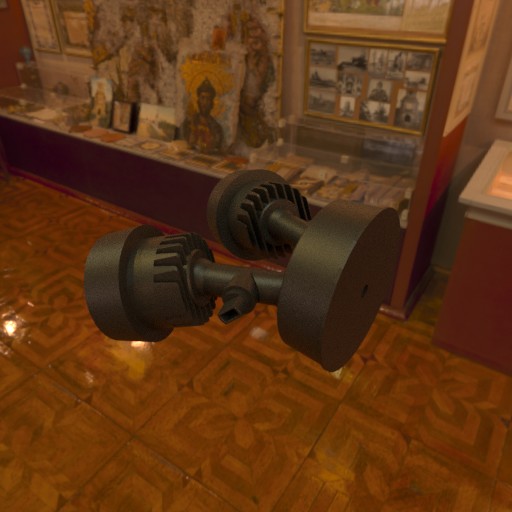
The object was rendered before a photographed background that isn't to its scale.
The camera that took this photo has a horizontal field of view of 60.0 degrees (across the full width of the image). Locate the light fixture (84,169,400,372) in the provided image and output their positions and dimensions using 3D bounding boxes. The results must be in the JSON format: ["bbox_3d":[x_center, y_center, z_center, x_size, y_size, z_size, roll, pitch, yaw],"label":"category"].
[{"bbox_3d":[0.000,0.000,0.321,0.168,0.120,0.213,22,39,30],"label":"light fixture"}]
